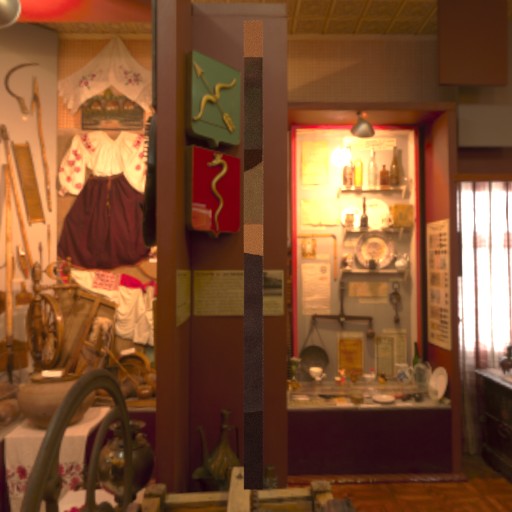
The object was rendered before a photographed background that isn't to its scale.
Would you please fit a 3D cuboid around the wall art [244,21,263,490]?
[{"bbox_3d":[0.000,0.000,1.165,0.039,0.911,0.607,0,-1,1],"label":"wall art"}]
